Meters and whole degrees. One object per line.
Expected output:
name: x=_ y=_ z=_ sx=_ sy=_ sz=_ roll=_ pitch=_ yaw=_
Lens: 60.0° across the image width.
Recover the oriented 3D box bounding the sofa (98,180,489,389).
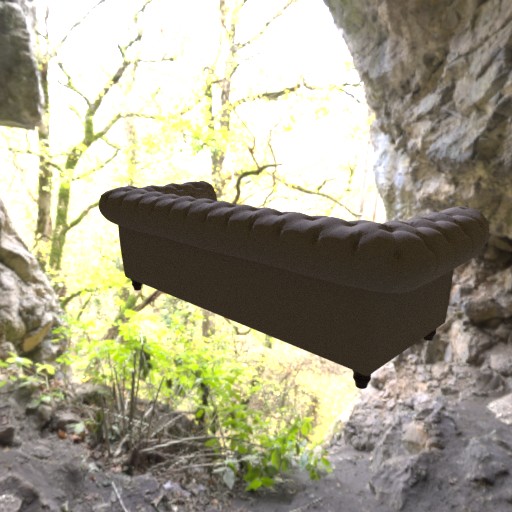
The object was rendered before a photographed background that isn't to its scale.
sofa: x=0.000 y=0.000 z=3.046 sx=2.694 sy=0.847 sz=1.076 roll=14 pitch=20 yaw=43
